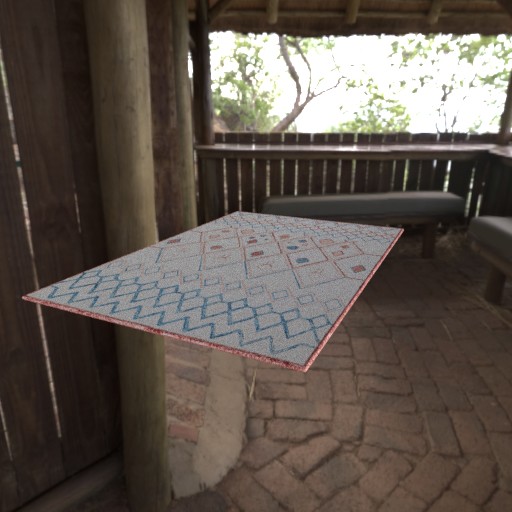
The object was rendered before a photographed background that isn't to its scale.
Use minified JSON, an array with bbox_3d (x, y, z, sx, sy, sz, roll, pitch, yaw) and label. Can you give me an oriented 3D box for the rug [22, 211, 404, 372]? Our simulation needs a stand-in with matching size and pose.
[{"bbox_3d":[0.000,0.000,2.320,1.219,0.016,1.829,9,20,25],"label":"rug"}]
